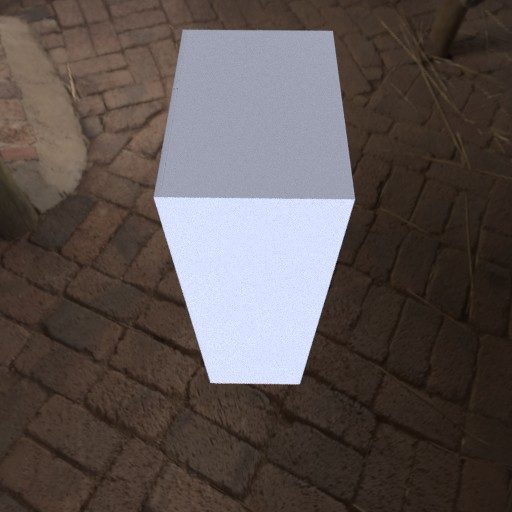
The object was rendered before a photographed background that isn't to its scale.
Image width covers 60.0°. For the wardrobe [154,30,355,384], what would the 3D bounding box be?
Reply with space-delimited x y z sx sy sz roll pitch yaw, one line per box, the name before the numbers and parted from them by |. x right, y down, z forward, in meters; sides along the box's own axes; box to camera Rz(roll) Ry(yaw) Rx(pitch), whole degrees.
wardrobe | 0.000 0.000 2.414 0.600 2.040 0.860 1 58 0
